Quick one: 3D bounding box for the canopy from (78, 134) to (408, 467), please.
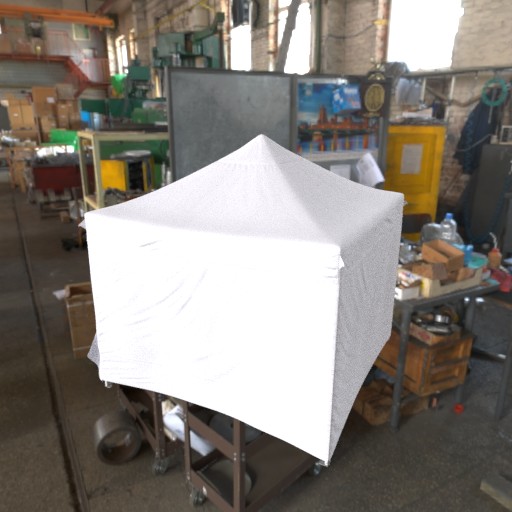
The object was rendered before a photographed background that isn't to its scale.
[{"bbox_3d":[0.000,0.000,5.654,3.121,2.997,3.043,9,20,26],"label":"canopy"}]
